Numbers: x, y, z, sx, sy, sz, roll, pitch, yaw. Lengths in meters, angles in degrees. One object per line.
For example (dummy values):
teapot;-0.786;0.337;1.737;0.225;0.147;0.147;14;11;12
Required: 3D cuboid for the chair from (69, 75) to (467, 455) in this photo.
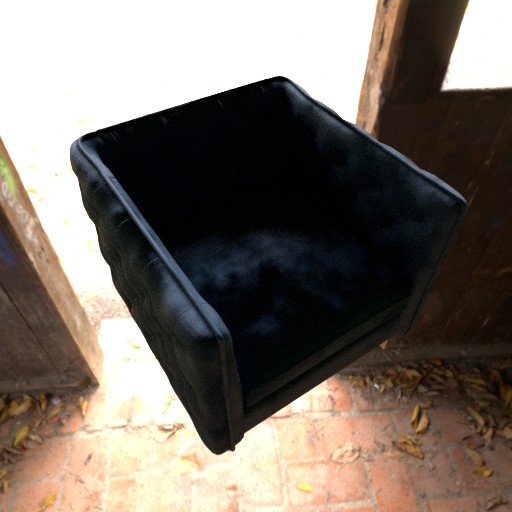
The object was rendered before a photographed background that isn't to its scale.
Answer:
chair;0.000;0.000;1.518;0.868;0.771;0.877;-26;52;-22
